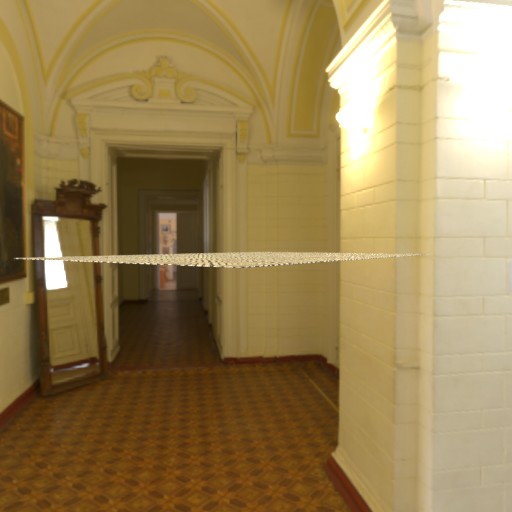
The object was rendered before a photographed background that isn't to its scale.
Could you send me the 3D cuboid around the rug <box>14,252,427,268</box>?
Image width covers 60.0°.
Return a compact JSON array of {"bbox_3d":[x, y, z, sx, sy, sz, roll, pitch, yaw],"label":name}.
[{"bbox_3d":[0.000,0.000,2.166,1.177,0.004,1.750,1,2,36],"label":"rug"}]
